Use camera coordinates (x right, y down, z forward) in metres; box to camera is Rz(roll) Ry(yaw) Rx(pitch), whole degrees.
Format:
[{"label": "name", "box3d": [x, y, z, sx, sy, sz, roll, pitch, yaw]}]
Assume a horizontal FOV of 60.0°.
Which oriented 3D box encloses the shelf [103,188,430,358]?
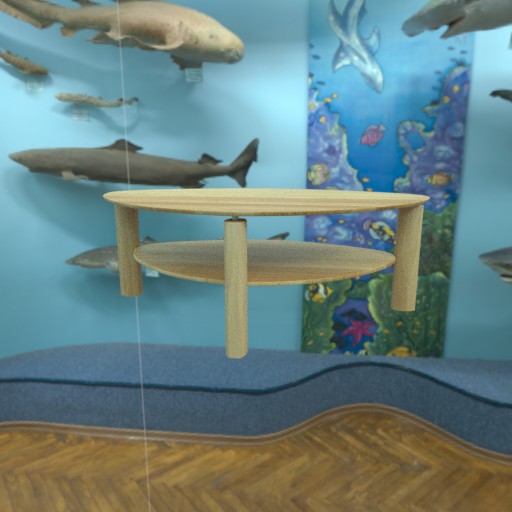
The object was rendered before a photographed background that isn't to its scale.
[{"label": "shelf", "box3d": [0.000, 0.000, 1.658, 1.246, 0.440, 0.845, 2, 13, 9]}]
